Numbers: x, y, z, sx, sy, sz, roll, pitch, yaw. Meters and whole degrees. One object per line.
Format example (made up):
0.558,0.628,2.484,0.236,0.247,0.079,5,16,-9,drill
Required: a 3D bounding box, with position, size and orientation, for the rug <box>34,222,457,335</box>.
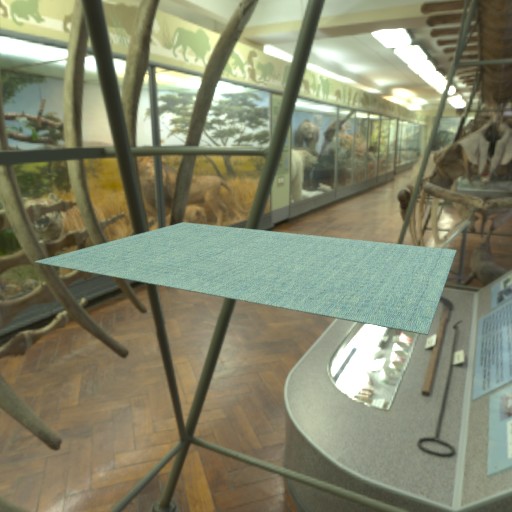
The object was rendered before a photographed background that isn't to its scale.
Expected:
0.000,0.000,2.874,2.286,0.006,1.522,7,16,27,rug
